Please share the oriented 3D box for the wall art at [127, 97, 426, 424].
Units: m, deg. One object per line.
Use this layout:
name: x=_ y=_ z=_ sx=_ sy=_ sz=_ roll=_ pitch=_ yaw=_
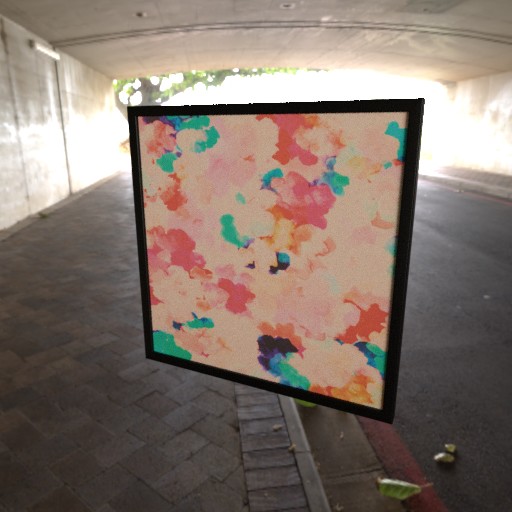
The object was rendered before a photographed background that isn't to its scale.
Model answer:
wall art: x=0.000 y=0.000 z=1.154 sx=0.756 sy=0.755 sz=0.036 roll=7 pitch=17 yaw=25
